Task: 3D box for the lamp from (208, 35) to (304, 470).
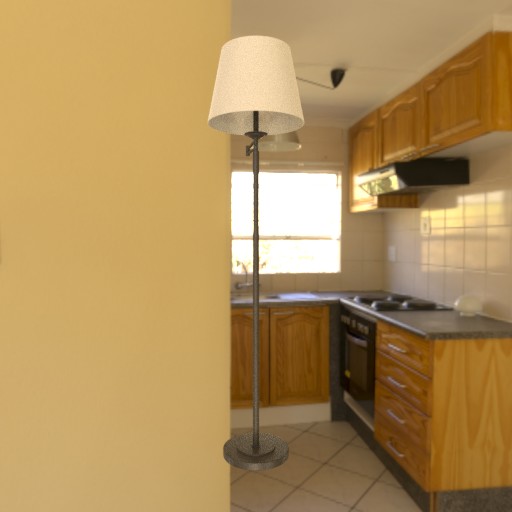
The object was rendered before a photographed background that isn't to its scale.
[{"bbox_3d":[0.000,0.000,1.621,0.348,1.473,0.348,-1,2,-19],"label":"lamp"}]
